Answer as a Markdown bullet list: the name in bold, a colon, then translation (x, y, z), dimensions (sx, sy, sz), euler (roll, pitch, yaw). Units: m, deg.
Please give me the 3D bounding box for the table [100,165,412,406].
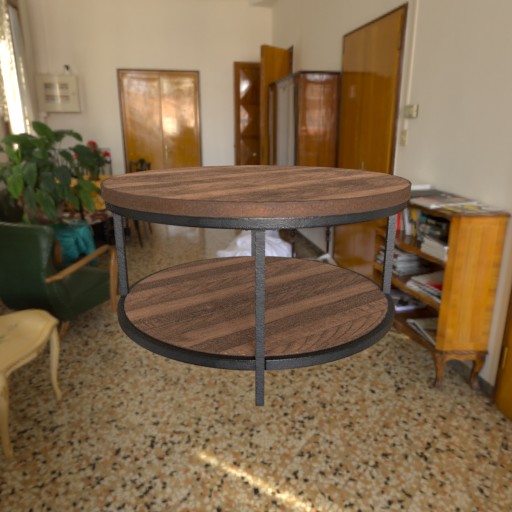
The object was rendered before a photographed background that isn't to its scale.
- **table**: translation (0.000, 0.000, 1.322), dimensions (0.837, 0.462, 0.837), euler (0, 16, 0)
